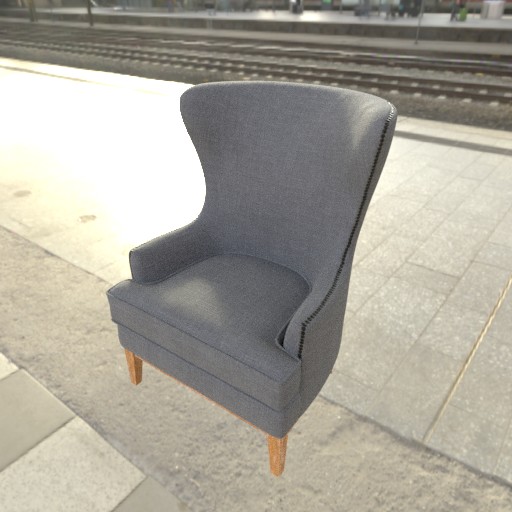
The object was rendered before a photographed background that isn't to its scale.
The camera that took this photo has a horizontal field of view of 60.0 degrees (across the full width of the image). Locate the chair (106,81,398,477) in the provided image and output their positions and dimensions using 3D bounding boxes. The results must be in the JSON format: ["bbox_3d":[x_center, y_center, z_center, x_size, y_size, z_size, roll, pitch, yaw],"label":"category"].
[{"bbox_3d":[0.000,0.000,1.759,0.864,1.176,0.883,20,36,30],"label":"chair"}]
